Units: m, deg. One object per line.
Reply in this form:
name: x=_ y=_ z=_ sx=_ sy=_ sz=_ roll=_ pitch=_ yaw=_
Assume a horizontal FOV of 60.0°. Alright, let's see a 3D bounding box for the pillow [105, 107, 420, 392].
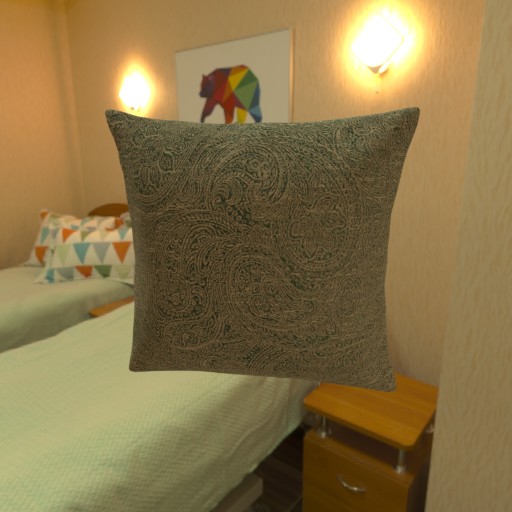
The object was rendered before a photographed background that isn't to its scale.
pillow: x=0.000 y=0.000 z=0.798 sx=0.526 sy=0.507 sz=0.166 roll=2 pitch=15 yaw=8
